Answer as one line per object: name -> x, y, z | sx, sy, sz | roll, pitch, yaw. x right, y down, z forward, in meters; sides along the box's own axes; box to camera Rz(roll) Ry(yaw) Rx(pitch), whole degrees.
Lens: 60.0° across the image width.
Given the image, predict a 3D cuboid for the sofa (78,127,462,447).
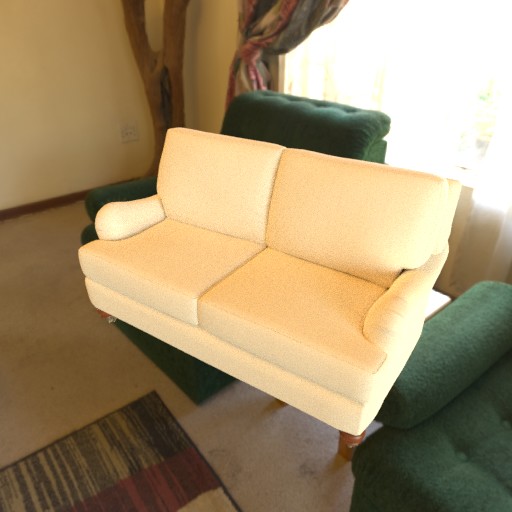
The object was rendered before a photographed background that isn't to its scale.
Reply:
sofa -> 0.000, 0.000, 2.485 | 1.853, 1.101, 1.084 | 18, 35, 29
